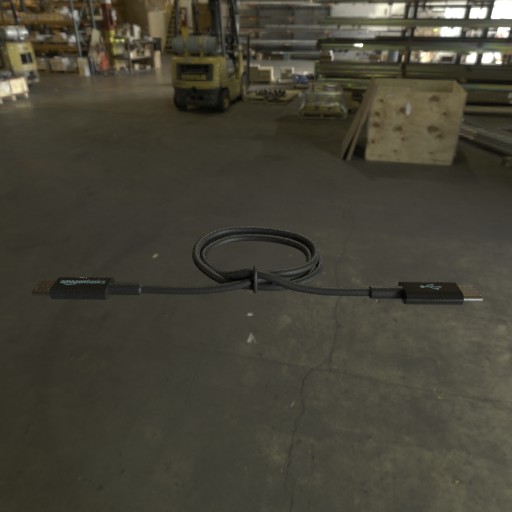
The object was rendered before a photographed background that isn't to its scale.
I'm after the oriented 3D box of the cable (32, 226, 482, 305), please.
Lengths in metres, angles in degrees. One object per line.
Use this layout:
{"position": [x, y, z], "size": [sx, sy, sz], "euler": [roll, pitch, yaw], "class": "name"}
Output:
{"position": [0.000, 0.000, 0.227], "size": [0.203, 0.014, 0.070], "euler": [0, 28, 1], "class": "cable"}
